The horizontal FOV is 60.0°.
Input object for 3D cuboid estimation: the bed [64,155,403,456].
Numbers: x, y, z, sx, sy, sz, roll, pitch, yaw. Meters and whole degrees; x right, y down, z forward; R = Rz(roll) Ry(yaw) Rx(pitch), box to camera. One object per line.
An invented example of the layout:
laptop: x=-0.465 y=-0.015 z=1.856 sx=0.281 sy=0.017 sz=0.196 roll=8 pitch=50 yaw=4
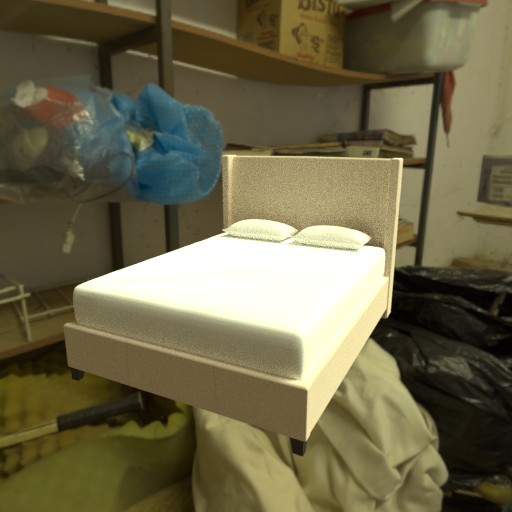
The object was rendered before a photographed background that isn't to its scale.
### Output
bed: x=0.000 y=0.000 z=3.522 sx=1.778 sy=1.471 sz=2.293 roll=7 pitch=17 yaw=26
